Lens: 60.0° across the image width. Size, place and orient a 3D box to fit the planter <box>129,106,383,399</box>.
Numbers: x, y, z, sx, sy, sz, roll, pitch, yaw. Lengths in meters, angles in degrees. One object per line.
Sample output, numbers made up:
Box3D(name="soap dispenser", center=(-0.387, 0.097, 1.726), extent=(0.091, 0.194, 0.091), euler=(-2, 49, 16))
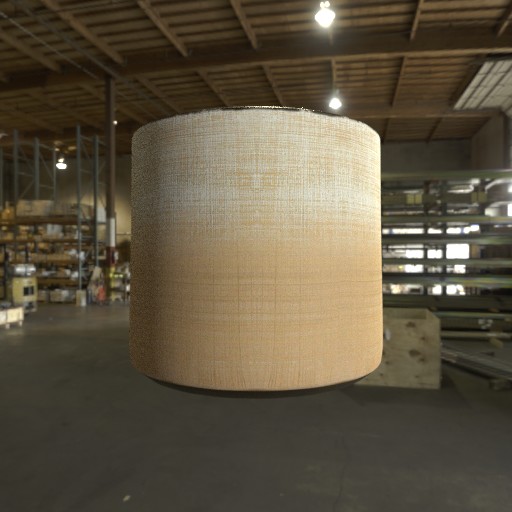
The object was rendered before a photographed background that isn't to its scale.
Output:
Box3D(name="planter", center=(0.000, 0.000, 0.402), extent=(0.221, 0.201, 0.221), euler=(0, 0, 0))
